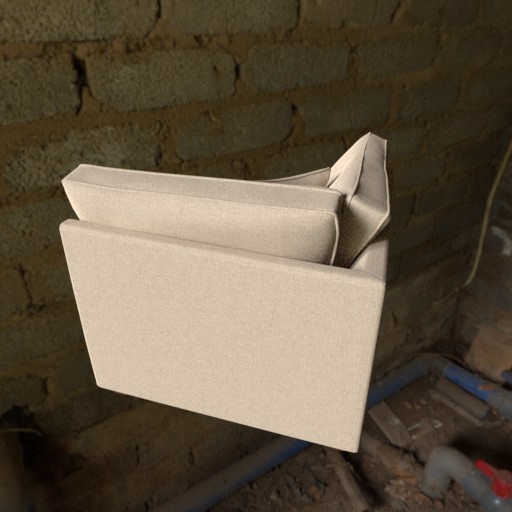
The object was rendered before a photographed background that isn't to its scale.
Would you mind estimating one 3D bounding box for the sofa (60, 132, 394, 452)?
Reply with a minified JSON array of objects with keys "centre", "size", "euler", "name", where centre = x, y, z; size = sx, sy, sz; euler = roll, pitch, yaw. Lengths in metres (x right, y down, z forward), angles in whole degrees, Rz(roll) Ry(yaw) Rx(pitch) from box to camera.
[{"centre":[0.000,0.000,1.864],"size":[1.042,0.937,1.050],"euler":[9,30,15],"name":"sofa"}]
